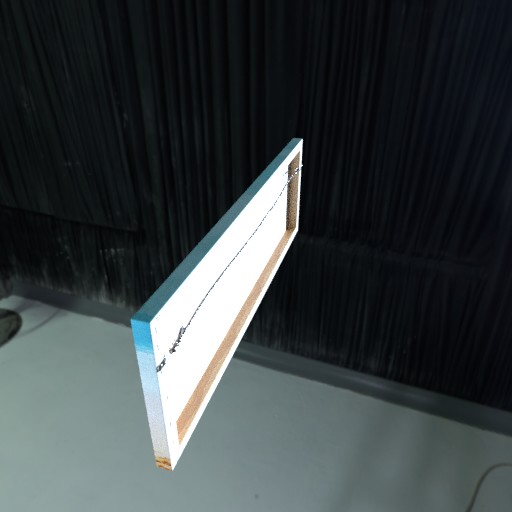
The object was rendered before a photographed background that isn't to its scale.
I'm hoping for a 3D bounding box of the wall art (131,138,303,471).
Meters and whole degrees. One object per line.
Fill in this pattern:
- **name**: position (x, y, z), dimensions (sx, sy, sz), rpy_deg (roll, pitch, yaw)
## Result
- **wall art**: position (0.000, 0.000, 0.848), dimensions (0.044, 0.254, 0.759), rpy_deg (9, 31, 15)
